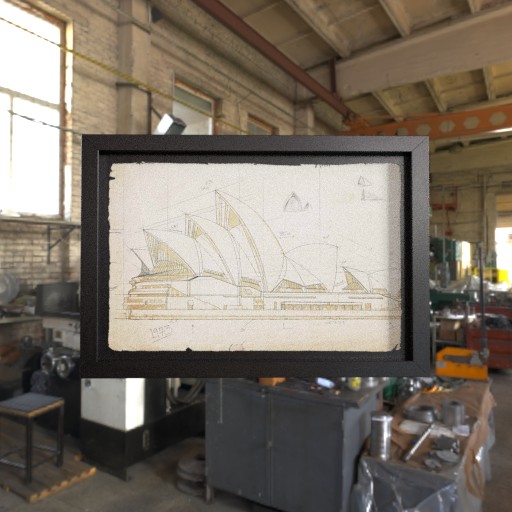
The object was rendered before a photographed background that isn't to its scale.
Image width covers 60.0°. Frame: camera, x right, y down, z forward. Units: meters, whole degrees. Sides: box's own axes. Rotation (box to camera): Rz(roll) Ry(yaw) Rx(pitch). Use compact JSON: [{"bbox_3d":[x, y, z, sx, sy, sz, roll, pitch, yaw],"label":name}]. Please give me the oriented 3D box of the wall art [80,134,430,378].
[{"bbox_3d":[0.000,0.000,0.848,0.657,0.458,0.027,0,-1,-1],"label":"wall art"}]
